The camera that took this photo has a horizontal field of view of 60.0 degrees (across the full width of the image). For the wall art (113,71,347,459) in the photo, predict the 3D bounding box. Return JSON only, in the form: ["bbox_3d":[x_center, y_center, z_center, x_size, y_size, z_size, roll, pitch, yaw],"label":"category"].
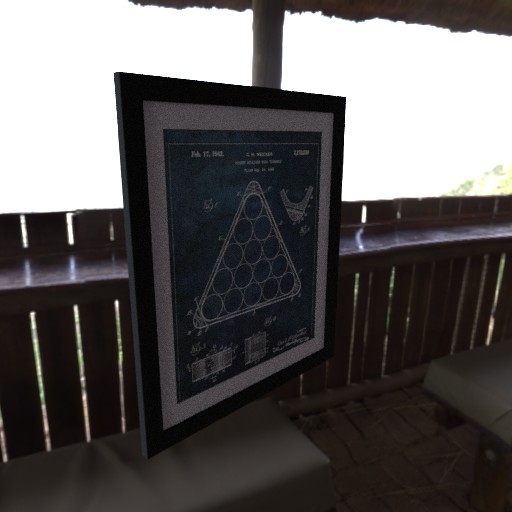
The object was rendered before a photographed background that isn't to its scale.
[{"bbox_3d":[0.000,0.000,0.504,0.311,0.361,0.010,-14,20,-42],"label":"wall art"}]
